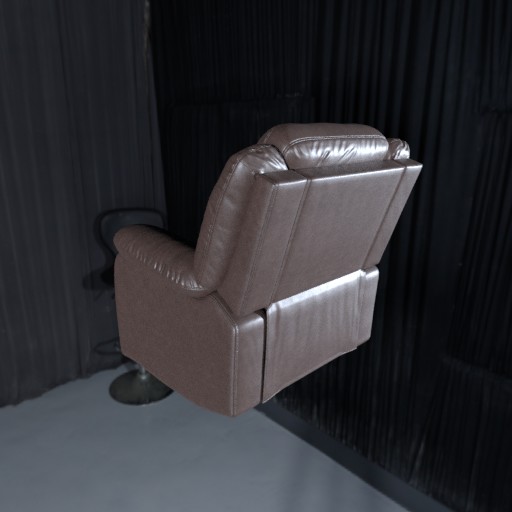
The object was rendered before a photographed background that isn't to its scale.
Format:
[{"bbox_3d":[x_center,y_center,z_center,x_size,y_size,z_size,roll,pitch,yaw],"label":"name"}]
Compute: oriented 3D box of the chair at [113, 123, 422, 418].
[{"bbox_3d":[0.000,0.000,1.758,0.899,1.009,0.934,-15,22,-42],"label":"chair"}]
